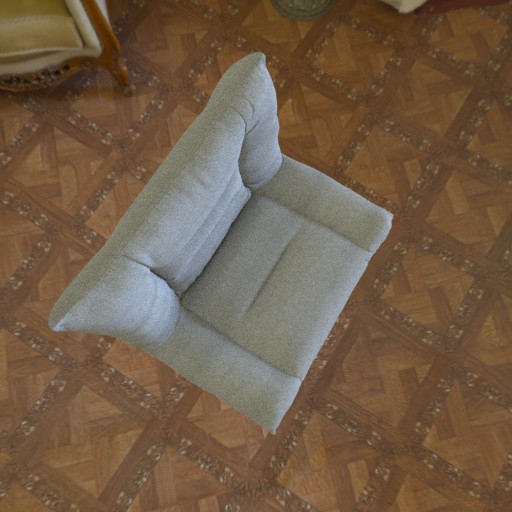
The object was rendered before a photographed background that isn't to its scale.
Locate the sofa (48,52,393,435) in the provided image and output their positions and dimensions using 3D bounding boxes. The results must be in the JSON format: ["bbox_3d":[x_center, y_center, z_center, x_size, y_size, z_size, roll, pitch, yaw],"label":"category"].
[{"bbox_3d":[0.000,0.000,1.709,0.847,0.795,1.144,31,77,8],"label":"sofa"}]
